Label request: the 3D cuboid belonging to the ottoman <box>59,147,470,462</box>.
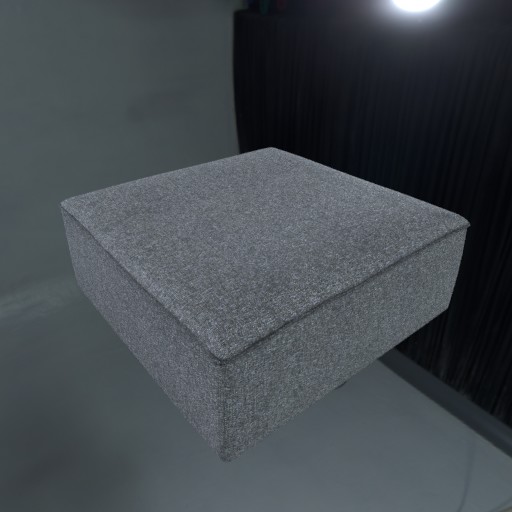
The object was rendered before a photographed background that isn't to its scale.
[{"bbox_3d":[0.000,0.000,1.578,1.017,0.423,1.021,-22,37,-32],"label":"ottoman"}]
